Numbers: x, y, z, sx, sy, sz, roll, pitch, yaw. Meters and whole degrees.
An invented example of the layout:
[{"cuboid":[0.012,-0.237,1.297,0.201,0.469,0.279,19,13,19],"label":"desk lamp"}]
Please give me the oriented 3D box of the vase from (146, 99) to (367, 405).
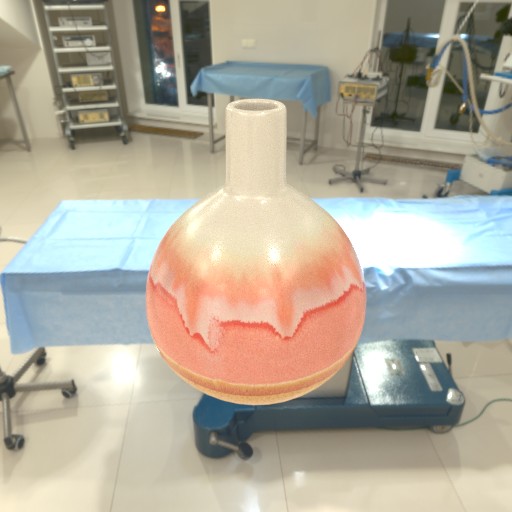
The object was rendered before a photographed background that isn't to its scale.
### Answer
[{"cuboid":[0.000,0.000,0.266,0.137,0.176,0.137,0,31,0],"label":"vase"}]
